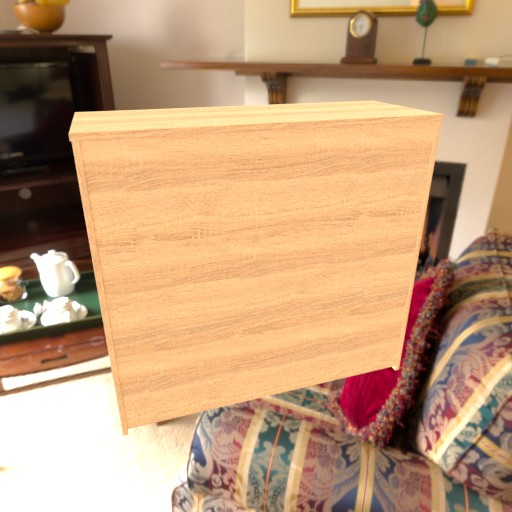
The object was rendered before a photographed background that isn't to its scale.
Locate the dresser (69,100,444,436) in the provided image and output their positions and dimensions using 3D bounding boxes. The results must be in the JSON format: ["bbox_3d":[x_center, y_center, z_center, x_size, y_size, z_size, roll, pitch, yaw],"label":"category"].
[{"bbox_3d":[0.000,0.000,1.453,0.980,0.900,0.380,-8,26,-16],"label":"dresser"}]
